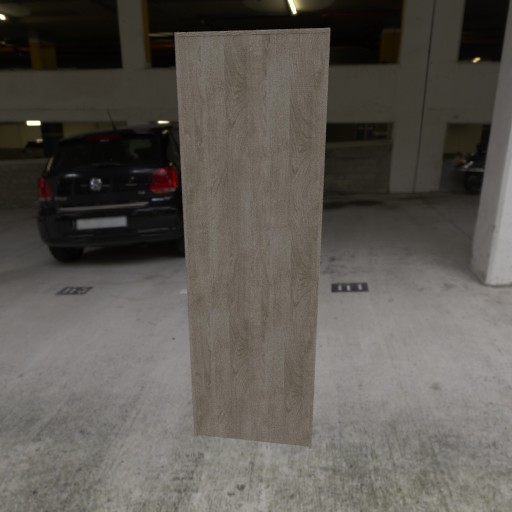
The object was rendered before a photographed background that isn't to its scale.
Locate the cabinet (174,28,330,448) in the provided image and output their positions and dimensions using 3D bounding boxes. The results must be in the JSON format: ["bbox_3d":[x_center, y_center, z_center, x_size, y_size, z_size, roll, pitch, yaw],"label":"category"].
[{"bbox_3d":[0.000,0.000,1.817,0.520,1.630,0.250,3,17,8],"label":"cabinet"}]
